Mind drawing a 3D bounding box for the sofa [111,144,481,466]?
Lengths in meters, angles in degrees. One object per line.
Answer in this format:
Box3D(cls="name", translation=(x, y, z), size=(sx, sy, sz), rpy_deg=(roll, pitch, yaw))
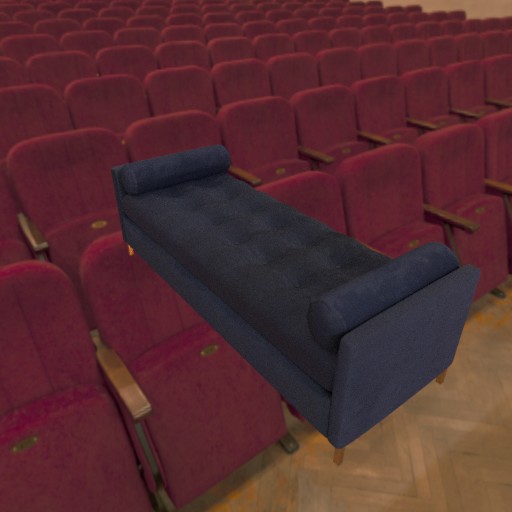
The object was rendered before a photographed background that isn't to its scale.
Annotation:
Box3D(cls="sofa", translation=(0.000, 0.000, 2.477), size=(0.796, 0.705, 2.102), rpy_deg=(-21, 37, -31))
